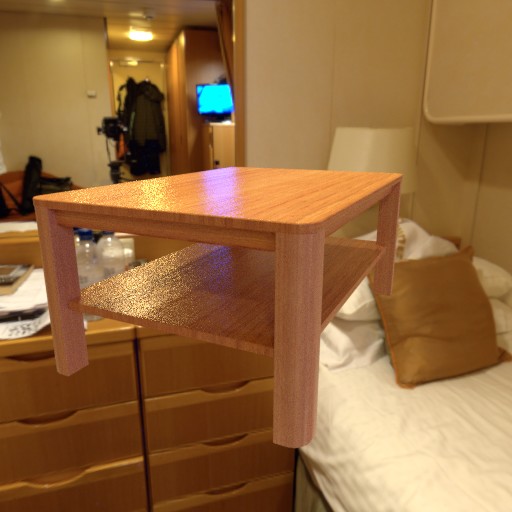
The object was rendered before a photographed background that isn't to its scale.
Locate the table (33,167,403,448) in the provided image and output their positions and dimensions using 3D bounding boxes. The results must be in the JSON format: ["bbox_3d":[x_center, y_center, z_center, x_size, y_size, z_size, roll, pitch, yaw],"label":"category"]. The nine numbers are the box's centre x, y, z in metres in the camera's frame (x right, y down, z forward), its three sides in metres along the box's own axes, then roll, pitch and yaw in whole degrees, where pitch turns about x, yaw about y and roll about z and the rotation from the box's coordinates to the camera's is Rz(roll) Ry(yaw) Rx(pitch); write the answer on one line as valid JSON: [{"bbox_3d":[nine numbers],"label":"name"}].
[{"bbox_3d":[0.000,0.000,1.361,0.696,0.445,0.997,8,17,25],"label":"table"}]
